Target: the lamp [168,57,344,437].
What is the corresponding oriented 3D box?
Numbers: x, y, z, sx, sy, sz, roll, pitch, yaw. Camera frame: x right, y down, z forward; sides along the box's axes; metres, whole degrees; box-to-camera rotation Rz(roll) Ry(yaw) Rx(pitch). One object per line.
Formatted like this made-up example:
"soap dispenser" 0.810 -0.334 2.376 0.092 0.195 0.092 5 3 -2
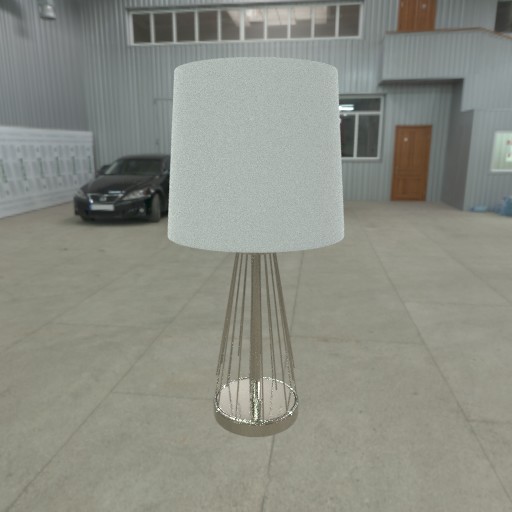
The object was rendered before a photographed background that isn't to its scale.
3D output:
"lamp" 0.000 0.000 0.785 0.303 0.618 0.303 0 14 0
